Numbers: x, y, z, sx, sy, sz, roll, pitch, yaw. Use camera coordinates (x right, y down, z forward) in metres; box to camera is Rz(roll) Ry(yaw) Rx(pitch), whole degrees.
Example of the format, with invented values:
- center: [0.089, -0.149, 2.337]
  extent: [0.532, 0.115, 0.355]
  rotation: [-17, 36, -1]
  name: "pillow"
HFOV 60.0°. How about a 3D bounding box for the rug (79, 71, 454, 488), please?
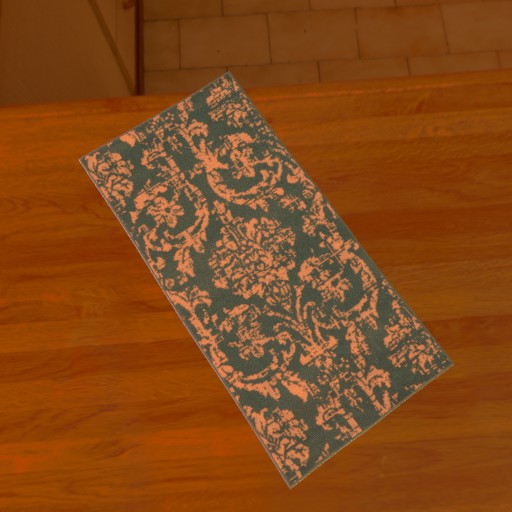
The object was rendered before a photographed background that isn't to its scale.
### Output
- center: [0.000, 0.000, 1.402]
  extent: [0.604, 0.007, 1.219]
  rotation: [-34, 79, -8]
  name: "rug"
